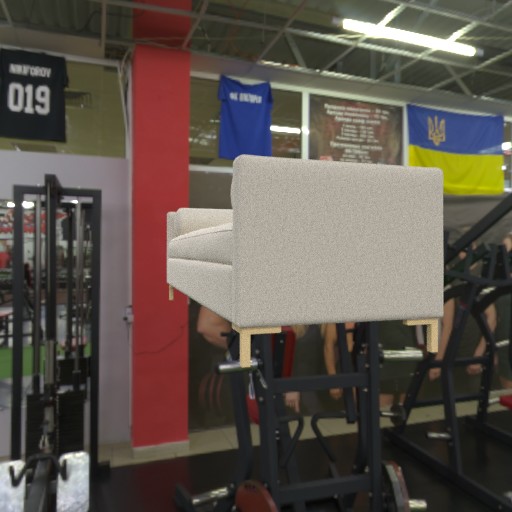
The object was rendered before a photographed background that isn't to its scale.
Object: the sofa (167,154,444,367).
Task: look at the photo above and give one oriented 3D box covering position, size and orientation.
[{"bbox_3d":[0.000,0.000,2.329,0.746,0.641,1.985,0,0,-17],"label":"sofa"}]
